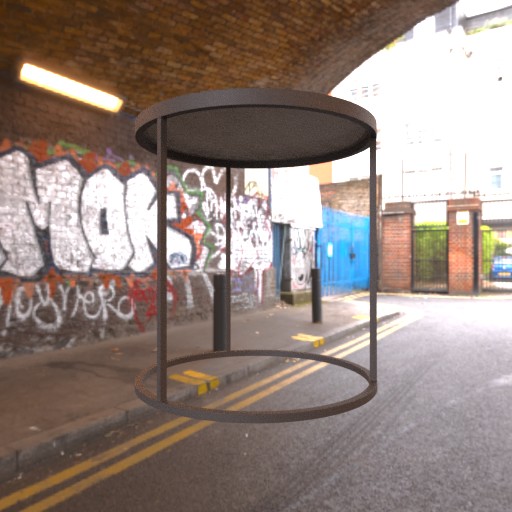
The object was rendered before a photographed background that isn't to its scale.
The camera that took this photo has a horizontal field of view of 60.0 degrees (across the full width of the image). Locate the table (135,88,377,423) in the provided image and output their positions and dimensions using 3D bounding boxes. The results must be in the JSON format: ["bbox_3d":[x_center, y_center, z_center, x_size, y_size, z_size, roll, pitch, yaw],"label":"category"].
[{"bbox_3d":[0.000,0.000,0.891,0.470,0.498,0.470,0,0,0],"label":"table"}]
